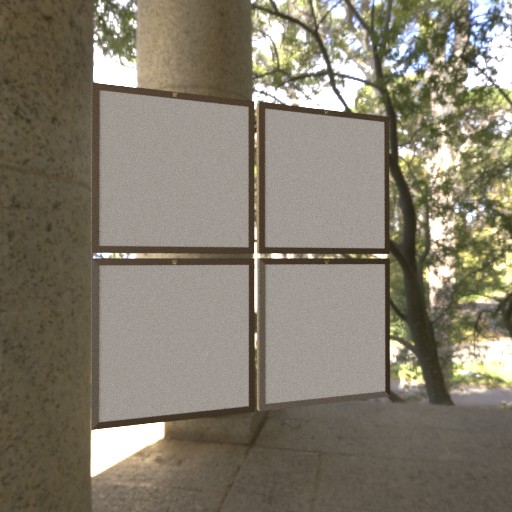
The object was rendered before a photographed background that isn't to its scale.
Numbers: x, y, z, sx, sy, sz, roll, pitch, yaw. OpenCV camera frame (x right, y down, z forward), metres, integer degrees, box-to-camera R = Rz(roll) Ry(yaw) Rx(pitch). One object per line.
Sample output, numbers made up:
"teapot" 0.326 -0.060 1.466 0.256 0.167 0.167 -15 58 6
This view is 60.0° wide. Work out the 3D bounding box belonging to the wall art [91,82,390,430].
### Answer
"wall art" 0.000 0.000 1.482 1.032 1.032 0.030 0 -1 -18
